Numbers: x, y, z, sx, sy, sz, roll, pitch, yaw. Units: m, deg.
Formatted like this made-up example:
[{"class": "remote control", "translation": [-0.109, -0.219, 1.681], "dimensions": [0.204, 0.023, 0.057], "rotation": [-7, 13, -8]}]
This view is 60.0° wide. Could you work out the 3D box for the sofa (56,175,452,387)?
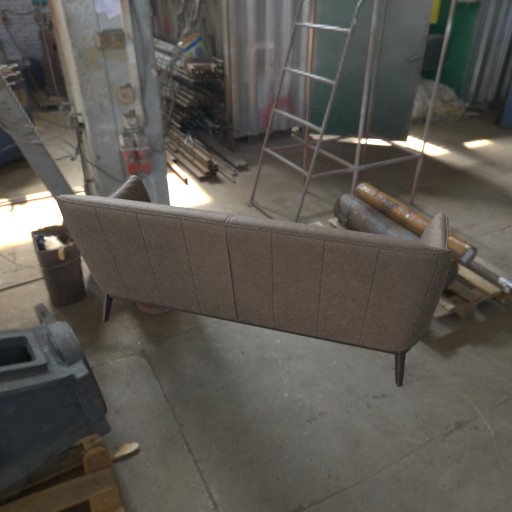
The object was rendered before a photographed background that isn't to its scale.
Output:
[{"class": "sofa", "translation": [0.000, 0.000, 2.405], "dimensions": [1.928, 0.831, 0.869], "rotation": [9, 33, 15]}]
